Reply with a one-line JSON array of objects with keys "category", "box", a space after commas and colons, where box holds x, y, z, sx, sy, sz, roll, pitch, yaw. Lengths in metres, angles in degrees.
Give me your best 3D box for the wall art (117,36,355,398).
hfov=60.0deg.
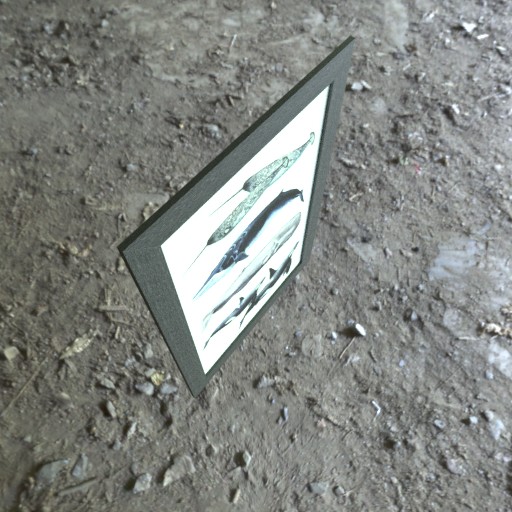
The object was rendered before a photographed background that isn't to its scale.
[{"category": "wall art", "box": [0.000, 0.000, 1.450, 0.016, 1.116, 0.810, 34, 65, 18]}]
